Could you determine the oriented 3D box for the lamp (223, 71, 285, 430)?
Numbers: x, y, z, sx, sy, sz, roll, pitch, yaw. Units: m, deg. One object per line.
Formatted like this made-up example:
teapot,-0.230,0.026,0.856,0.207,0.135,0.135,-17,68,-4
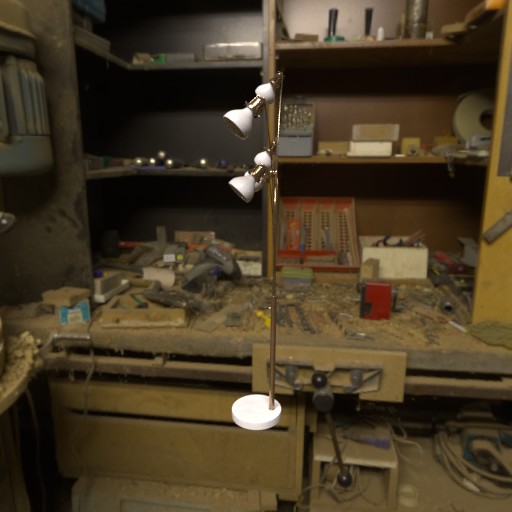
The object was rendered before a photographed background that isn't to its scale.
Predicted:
lamp,0.000,0.000,2.936,0.361,2.423,1.405,2,14,8
